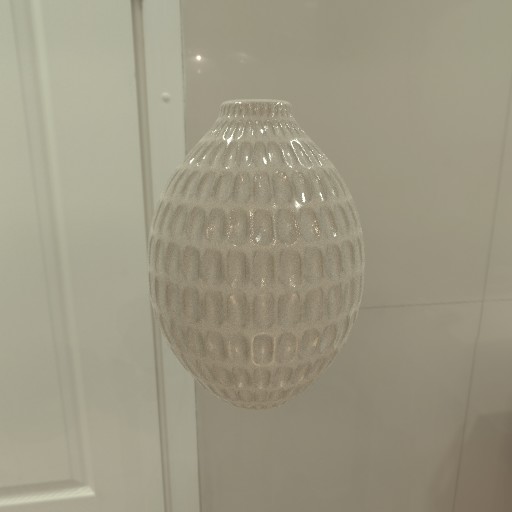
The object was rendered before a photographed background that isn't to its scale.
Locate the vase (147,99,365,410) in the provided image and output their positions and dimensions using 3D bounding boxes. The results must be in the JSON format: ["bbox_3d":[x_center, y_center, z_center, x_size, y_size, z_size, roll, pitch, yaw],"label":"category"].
[{"bbox_3d":[0.000,0.000,0.338,0.162,0.223,0.162,0,15,0],"label":"vase"}]
